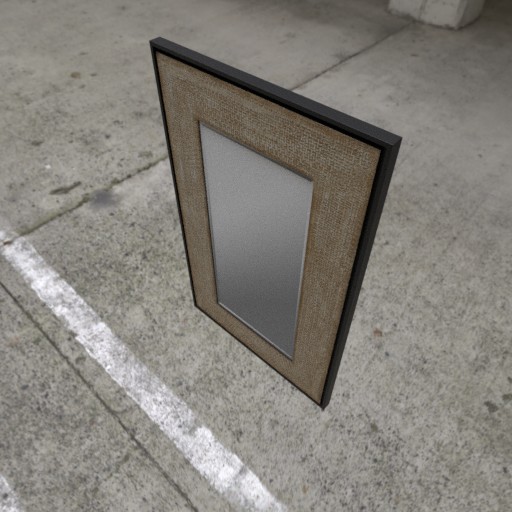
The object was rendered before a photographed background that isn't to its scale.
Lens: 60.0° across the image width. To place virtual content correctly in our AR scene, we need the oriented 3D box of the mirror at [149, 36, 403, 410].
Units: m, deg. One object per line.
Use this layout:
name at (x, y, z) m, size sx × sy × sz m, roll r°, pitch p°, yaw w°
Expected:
mirror at (0.000, 0.000, 1.500) m, size 0.762 × 1.219 × 0.038 m, roll 34°, pitch 55°, yaw 27°
